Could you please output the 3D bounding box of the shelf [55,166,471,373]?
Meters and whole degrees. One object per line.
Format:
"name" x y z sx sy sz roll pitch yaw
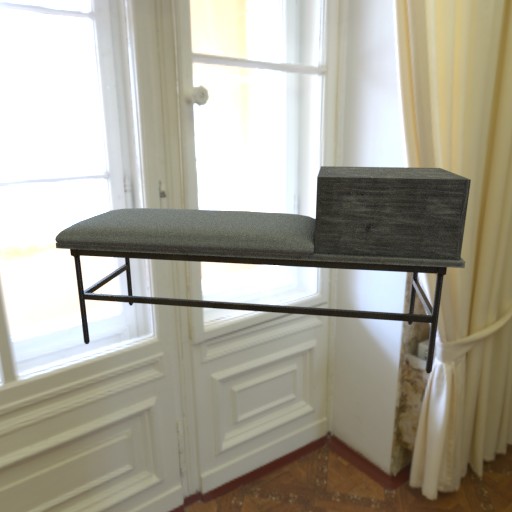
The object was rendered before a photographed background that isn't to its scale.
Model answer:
"shelf" 0.000 0.000 1.656 1.342 0.633 0.457 3 16 9
